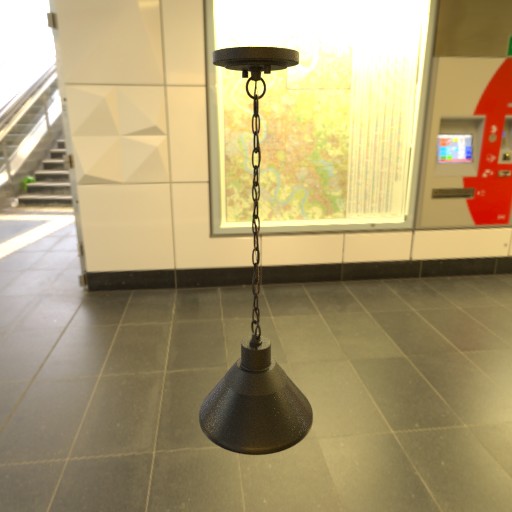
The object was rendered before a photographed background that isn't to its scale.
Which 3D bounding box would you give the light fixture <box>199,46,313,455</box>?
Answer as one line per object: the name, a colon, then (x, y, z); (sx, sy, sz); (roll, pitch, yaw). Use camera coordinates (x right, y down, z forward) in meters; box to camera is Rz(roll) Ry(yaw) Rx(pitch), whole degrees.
light fixture: (0.000, 0.000, 0.700); (0.201, 0.588, 0.201); (-8, 19, -25)
